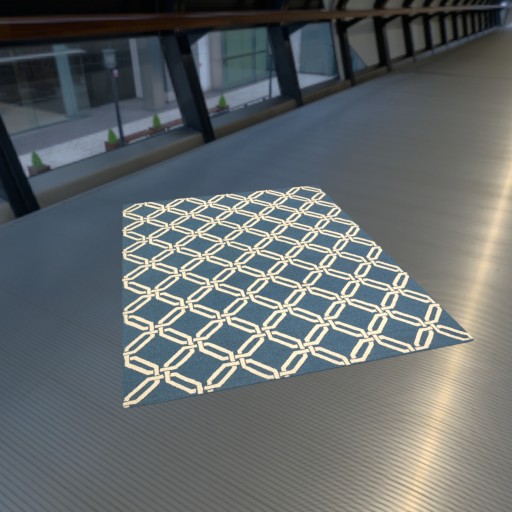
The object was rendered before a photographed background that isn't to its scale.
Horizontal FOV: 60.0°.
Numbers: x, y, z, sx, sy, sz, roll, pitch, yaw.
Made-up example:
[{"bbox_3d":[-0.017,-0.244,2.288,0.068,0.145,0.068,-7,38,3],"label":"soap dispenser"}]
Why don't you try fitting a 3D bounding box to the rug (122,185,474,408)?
[{"bbox_3d":[0.000,0.000,3.887,2.277,0.020,2.867,-8,31,-13],"label":"rug"}]
